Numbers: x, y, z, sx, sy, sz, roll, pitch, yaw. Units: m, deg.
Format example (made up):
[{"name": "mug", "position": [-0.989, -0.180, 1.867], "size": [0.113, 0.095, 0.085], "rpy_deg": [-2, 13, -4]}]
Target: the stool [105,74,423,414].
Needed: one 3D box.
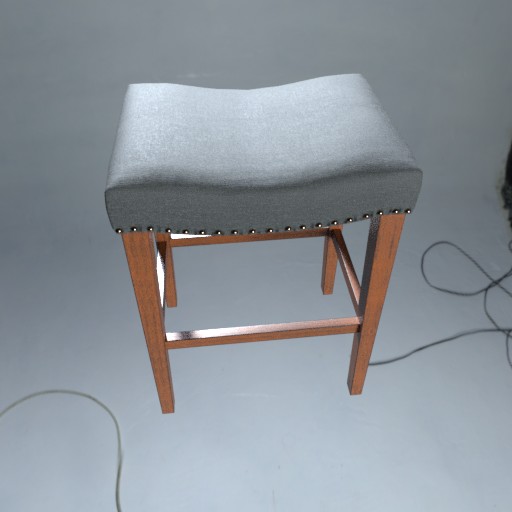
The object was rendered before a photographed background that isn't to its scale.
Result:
[{"name": "stool", "position": [0.000, 0.000, 0.866], "size": [0.439, 0.612, 0.320], "rpy_deg": [-4, 46, -4]}]
